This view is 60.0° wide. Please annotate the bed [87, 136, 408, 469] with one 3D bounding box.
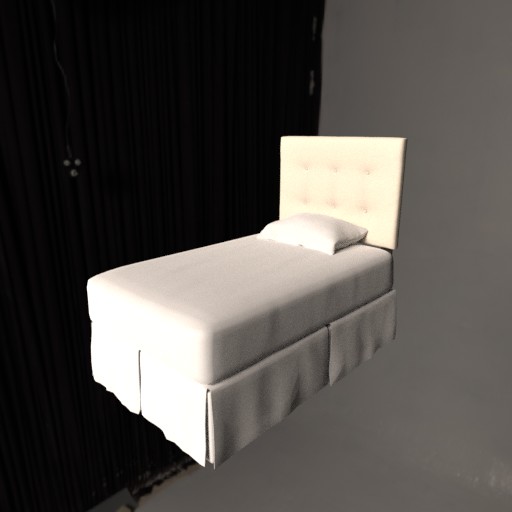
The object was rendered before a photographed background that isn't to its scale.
[{"bbox_3d":[0.000,0.000,3.060,1.261,1.571,1.997,15,21,41],"label":"bed"}]
